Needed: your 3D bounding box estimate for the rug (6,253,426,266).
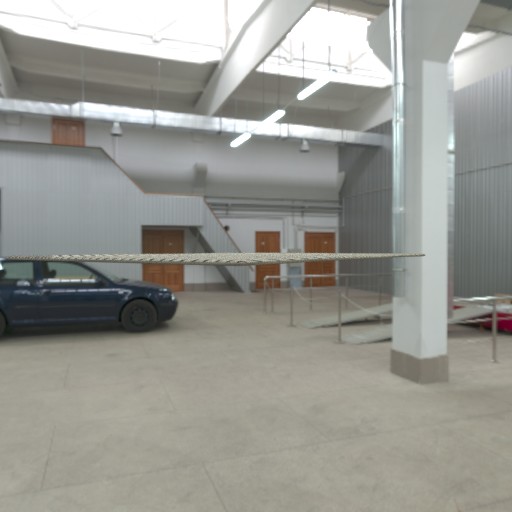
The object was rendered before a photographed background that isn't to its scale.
[{"bbox_3d":[0.000,0.000,2.874,1.539,0.023,2.406,1,1,35],"label":"rug"}]
